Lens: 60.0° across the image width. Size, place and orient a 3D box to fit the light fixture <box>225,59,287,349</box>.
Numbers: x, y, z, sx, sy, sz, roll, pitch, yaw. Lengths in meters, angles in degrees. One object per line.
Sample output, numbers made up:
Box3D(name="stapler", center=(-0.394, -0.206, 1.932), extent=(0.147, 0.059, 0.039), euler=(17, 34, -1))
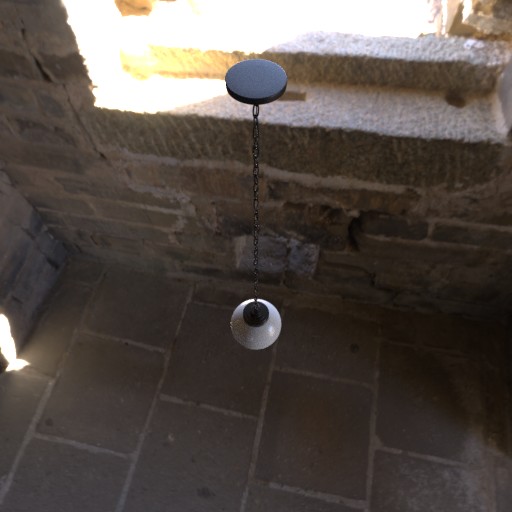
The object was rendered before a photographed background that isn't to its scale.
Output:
Box3D(name="light fixture", center=(0.000, 0.000, 2.015), extent=(0.304, 1.867, 0.305), euler=(-31, 63, -17))
